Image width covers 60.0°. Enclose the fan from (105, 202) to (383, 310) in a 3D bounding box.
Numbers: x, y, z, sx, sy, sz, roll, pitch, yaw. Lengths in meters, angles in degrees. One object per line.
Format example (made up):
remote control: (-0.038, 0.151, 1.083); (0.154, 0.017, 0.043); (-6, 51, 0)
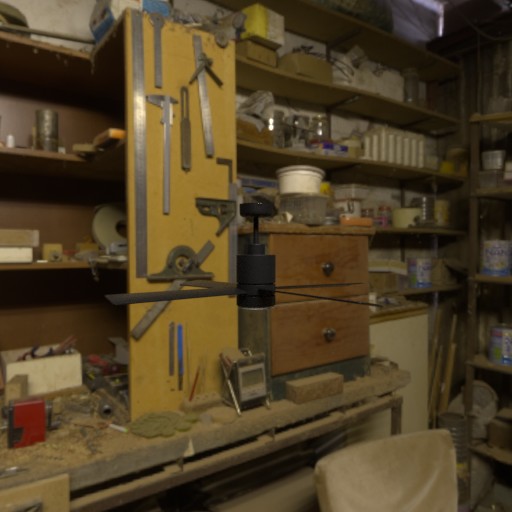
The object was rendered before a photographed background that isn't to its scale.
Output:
fan: (0.000, 0.000, 2.297); (1.525, 0.534, 1.525); (0, 1, -35)
